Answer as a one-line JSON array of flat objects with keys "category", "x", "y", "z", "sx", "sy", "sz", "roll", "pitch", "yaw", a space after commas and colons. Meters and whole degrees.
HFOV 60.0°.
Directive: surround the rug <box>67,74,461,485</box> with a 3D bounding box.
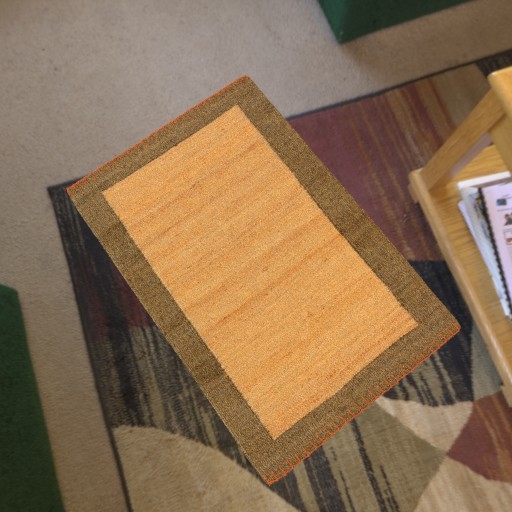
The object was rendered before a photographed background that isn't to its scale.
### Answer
[{"category": "rug", "x": 0.000, "y": 0.000, "z": 2.295, "sx": 1.220, "sy": 0.019, "sz": 1.838, "roll": -36, "pitch": 78, "yaw": -8}]
